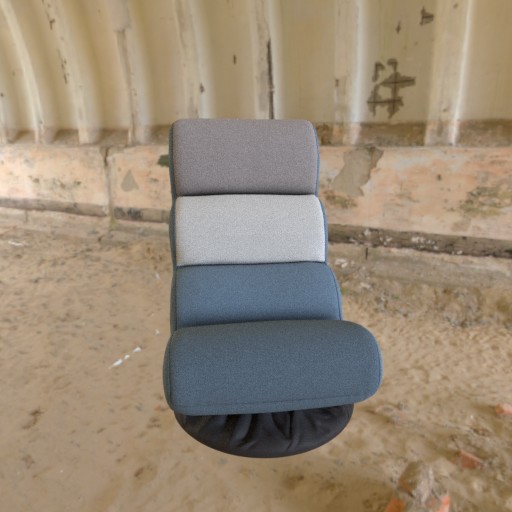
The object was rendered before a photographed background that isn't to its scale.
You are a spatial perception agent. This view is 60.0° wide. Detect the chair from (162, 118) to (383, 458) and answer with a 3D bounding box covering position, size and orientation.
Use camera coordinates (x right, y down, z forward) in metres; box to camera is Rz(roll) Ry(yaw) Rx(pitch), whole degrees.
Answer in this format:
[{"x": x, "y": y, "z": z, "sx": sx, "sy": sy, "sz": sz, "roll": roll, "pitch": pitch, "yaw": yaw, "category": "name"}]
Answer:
[{"x": 0.000, "y": 0.000, "z": 1.051, "sx": 0.420, "sy": 0.641, "sz": 0.661, "roll": -2, "pitch": 16, "yaw": -7, "category": "chair"}]
